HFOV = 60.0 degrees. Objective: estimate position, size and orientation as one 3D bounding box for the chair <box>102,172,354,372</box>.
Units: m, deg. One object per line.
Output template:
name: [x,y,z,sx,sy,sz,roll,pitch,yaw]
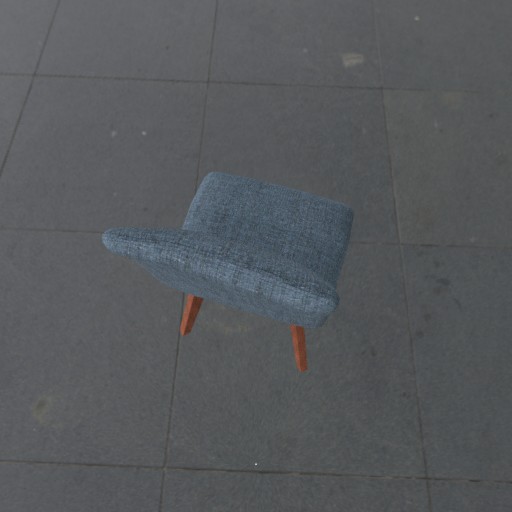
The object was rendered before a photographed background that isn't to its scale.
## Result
chair: [0.000,0.000,1.336,0.522,0.974,0.563,16,66,7]
